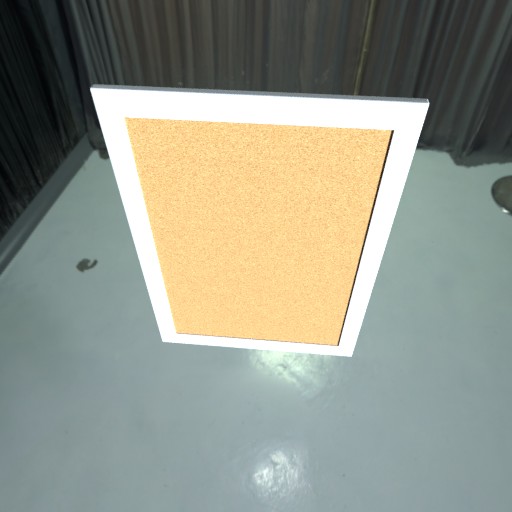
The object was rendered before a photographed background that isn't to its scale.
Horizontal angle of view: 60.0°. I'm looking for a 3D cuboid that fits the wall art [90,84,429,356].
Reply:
[{"bbox_3d":[0.000,0.000,0.684,0.374,0.529,0.012,4,47,3],"label":"wall art"}]
